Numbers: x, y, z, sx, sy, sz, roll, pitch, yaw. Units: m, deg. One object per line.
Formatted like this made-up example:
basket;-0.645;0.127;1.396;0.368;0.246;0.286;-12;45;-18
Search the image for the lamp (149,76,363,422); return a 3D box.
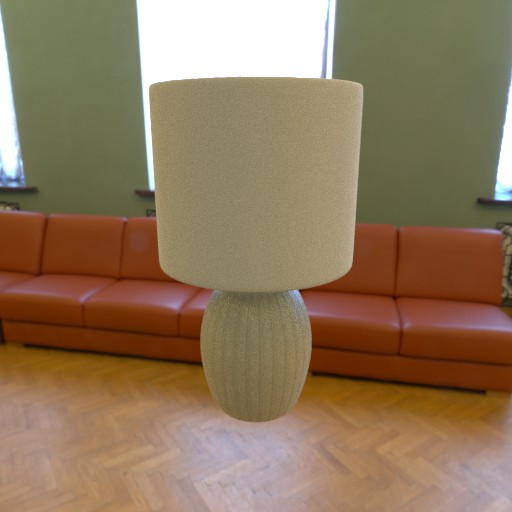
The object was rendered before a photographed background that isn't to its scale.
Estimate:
lamp;0.000;0.000;0.770;0.329;0.570;0.329;3;16;10
